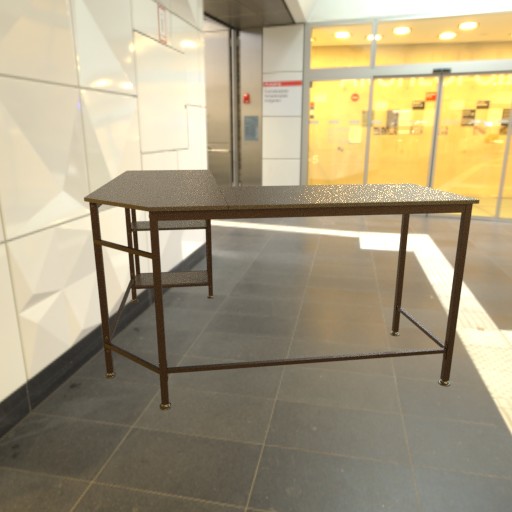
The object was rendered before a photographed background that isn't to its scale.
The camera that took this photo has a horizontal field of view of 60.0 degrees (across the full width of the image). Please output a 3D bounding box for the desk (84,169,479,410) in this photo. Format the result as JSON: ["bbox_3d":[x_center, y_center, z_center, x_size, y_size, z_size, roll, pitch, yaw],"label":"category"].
[{"bbox_3d":[0.000,0.000,2.210,1.379,0.739,1.379,-2,16,-8],"label":"desk"}]
